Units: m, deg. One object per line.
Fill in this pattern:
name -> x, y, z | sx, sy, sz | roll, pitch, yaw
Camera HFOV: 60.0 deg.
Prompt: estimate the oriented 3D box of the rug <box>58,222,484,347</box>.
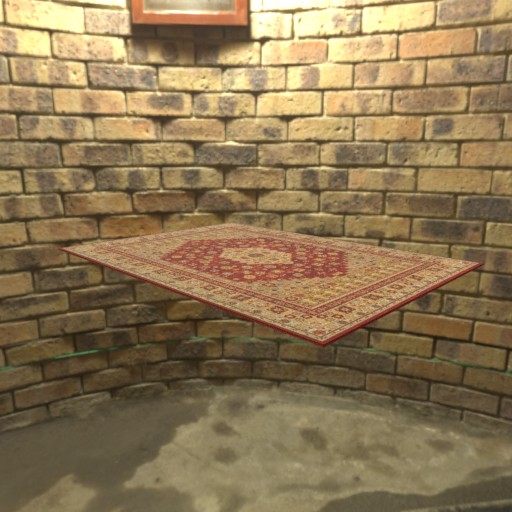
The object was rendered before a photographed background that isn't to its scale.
rug -> 0.000, 0.000, 2.816 | 2.211, 0.013, 1.593 | 13, 18, 43
